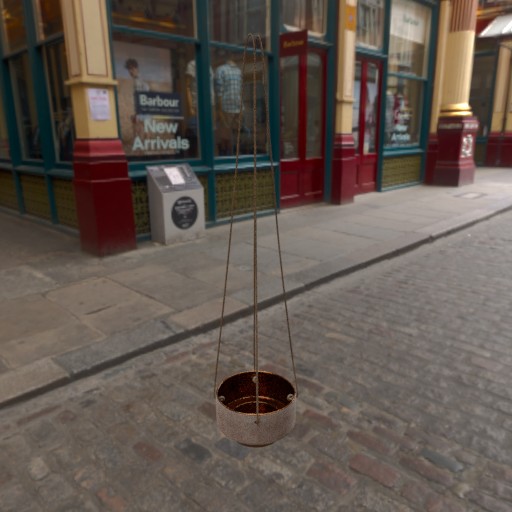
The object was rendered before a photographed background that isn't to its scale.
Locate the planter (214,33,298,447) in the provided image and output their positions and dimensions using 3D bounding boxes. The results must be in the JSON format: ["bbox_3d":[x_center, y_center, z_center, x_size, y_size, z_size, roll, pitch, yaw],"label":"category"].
[{"bbox_3d":[0.000,0.000,1.131,0.223,1.030,0.223,14,21,42],"label":"planter"}]
